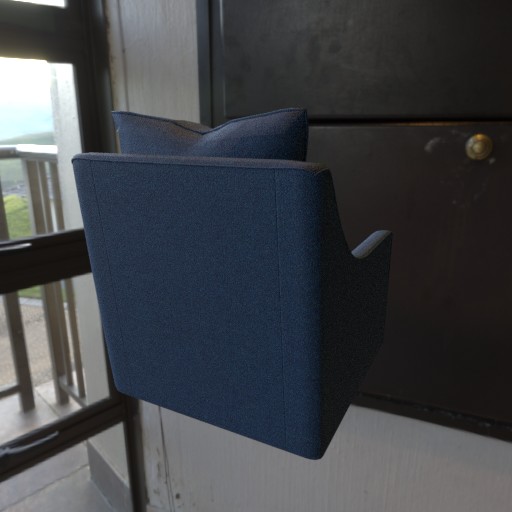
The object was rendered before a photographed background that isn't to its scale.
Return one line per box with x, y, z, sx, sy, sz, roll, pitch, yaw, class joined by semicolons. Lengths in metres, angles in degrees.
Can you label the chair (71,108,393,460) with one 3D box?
0.000;0.000;1.526;0.750;0.939;0.870;8;18;26;chair
